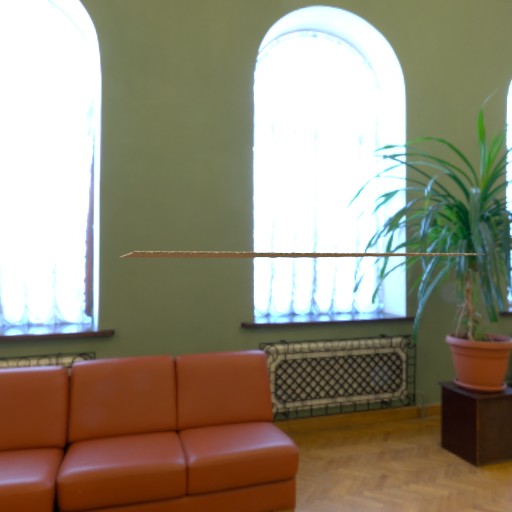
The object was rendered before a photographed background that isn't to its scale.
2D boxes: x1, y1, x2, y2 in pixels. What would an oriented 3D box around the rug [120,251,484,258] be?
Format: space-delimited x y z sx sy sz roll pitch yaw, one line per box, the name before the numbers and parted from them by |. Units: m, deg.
rug | 0.000 0.000 4.019 2.312 0.013 2.940 0 -1 -18
